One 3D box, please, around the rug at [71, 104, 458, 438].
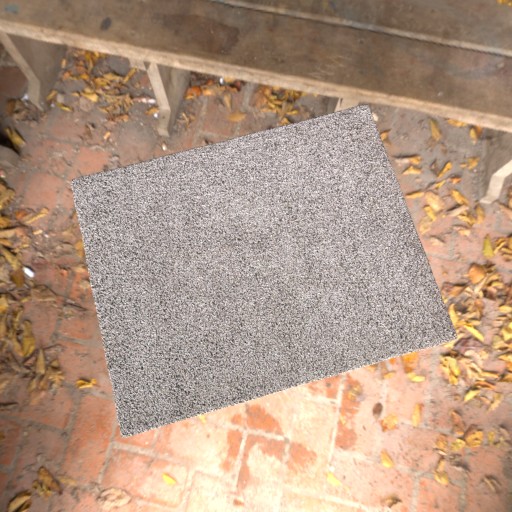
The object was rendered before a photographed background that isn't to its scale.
[{"bbox_3d":[0.000,0.000,4.112,3.047,0.029,2.438,-15,77,-4],"label":"rug"}]
